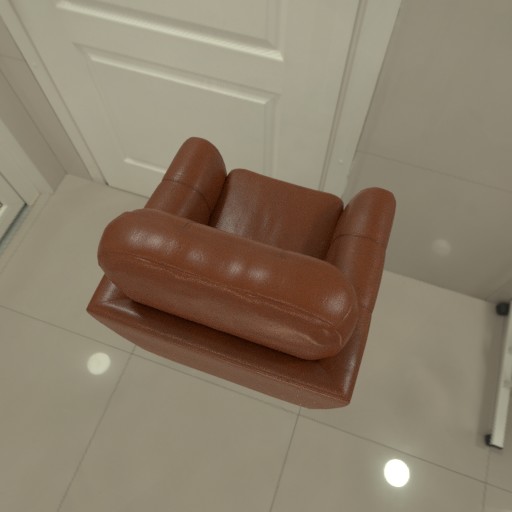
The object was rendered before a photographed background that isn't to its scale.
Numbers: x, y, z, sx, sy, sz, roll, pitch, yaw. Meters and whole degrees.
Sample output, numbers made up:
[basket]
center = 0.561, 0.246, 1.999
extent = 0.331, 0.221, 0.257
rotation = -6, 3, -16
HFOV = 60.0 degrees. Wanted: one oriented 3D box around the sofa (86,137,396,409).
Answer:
[sofa]
center = 0.000, 0.000, 1.524
extent = 0.836, 0.876, 0.789
rotation = 17, 66, 8
